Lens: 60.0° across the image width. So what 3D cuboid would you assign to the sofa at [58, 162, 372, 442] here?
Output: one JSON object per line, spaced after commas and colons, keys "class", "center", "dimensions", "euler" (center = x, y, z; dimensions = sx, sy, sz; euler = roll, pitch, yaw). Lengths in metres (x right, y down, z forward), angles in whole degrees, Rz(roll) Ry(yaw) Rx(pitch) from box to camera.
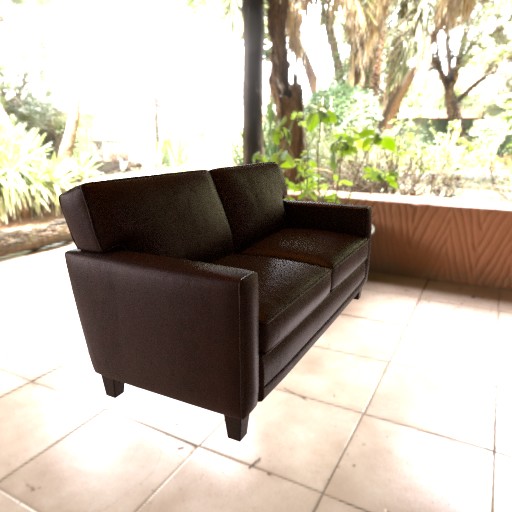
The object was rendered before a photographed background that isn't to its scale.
{"class": "sofa", "center": [0.000, 0.000, 2.436], "dimensions": [0.912, 0.928, 1.876], "euler": [8, 17, 26]}
